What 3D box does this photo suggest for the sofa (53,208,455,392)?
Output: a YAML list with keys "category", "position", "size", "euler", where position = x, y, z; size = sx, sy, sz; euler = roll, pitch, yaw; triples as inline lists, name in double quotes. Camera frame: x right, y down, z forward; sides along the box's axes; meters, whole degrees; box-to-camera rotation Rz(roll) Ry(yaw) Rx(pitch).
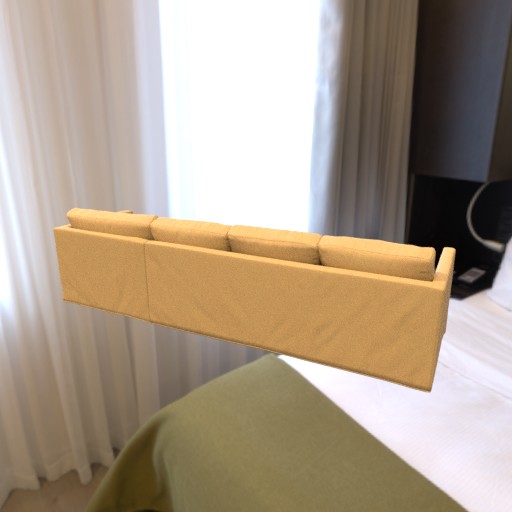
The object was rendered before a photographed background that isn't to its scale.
- category: "sofa"
  position: [0.000, 0.000, 3.927]
  size: [3.206, 0.871, 1.622]
  euler: [8, 19, 25]
